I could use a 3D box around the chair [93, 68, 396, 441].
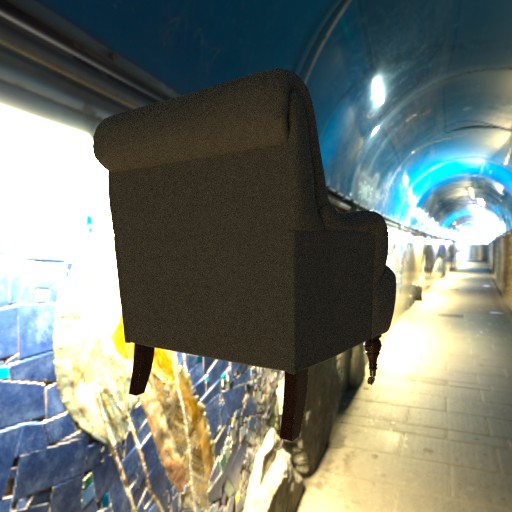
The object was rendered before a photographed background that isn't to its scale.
[{"bbox_3d":[0.000,0.000,1.557,0.766,0.942,0.843,0,1,36],"label":"chair"}]
